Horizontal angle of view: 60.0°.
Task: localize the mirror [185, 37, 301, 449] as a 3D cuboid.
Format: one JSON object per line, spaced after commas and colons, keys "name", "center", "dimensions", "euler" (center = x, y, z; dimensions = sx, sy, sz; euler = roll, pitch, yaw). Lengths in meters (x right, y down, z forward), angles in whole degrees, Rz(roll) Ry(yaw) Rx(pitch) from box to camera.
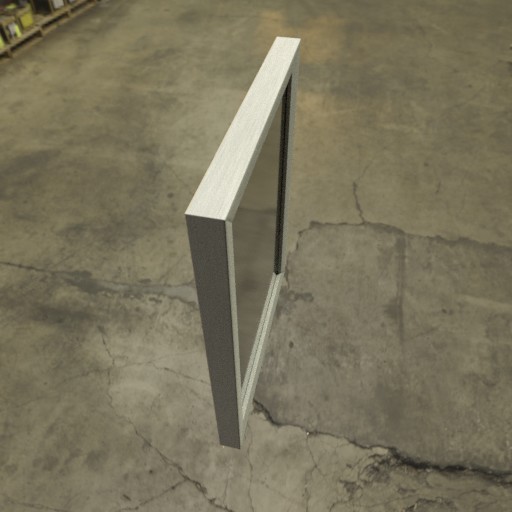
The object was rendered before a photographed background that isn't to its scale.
{"name": "mirror", "center": [0.000, 0.000, 0.692], "dimensions": [0.041, 0.508, 0.405], "euler": [9, 47, 9]}
